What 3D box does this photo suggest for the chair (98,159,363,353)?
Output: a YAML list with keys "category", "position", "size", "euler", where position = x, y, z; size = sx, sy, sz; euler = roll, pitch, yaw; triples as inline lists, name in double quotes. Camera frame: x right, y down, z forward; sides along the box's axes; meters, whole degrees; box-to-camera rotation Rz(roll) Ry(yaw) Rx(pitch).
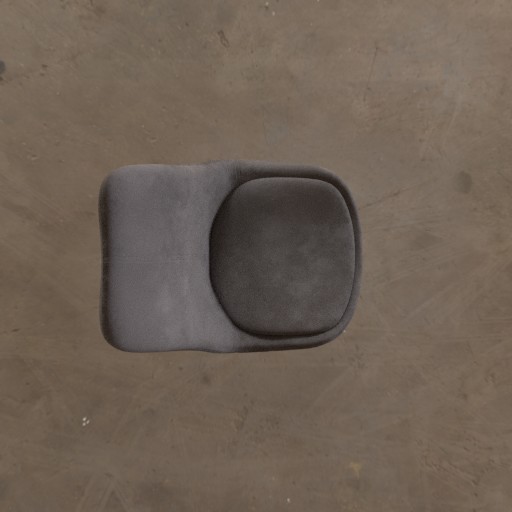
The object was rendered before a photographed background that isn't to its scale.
- category: "chair"
  position: [0.000, 0.000, 1.167]
  size: [0.550, 0.850, 0.476]
  euler: [0, 91, -1]
